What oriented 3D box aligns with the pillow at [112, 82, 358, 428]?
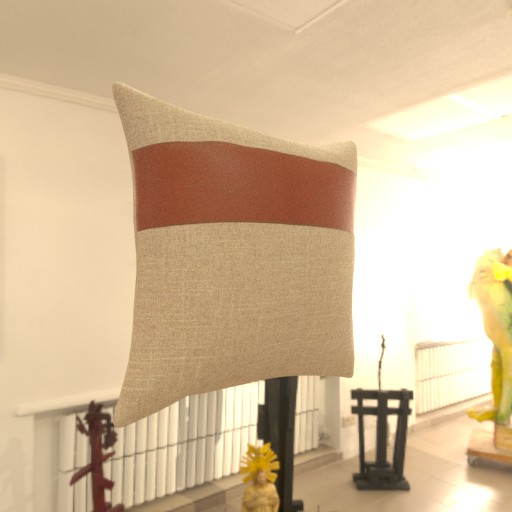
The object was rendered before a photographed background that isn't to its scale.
[{"bbox_3d":[0.000,0.000,0.630,0.414,0.399,0.173,1,-2,-37],"label":"pillow"}]
